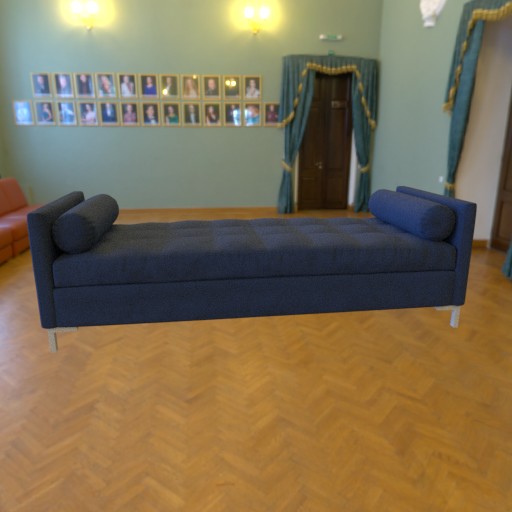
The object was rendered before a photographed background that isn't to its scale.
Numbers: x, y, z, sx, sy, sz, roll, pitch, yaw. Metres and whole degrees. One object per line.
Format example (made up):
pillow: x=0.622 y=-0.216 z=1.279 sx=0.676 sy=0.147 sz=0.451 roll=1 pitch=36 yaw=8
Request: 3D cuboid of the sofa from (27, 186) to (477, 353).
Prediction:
sofa: x=0.000 y=0.000 z=2.455 sx=2.102 sy=0.657 sz=0.797 roll=-2 pitch=15 yaw=-8
